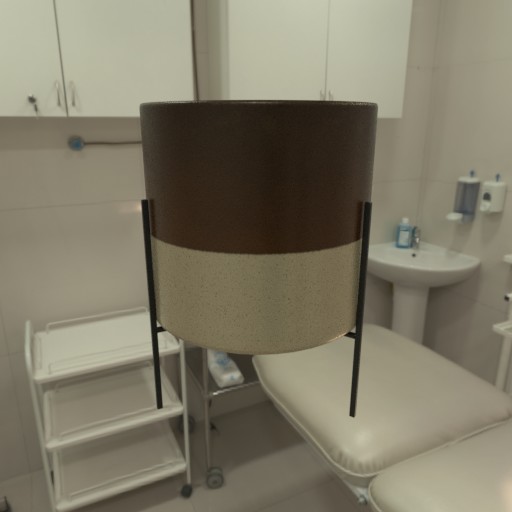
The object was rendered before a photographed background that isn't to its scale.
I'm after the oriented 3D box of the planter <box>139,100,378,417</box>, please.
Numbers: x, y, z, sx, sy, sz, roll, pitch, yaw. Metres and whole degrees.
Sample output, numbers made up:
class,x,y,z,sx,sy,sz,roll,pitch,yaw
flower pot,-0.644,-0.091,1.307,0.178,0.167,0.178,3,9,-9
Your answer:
class,x,y,z,sx,sy,sz,roll,pitch,yaw
planter,0.000,0.000,0.719,0.354,0.465,0.345,-8,19,-25
